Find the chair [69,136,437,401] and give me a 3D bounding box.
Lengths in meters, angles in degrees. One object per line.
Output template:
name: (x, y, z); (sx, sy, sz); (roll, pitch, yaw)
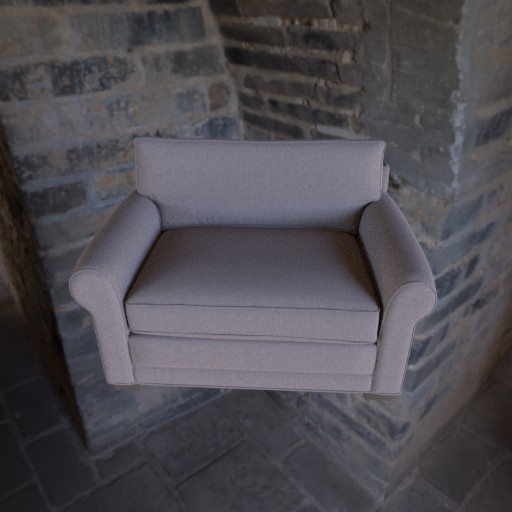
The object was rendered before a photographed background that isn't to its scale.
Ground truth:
chair: (0.000, 0.000, 2.041); (1.390, 0.930, 0.930); (1, 29, 3)
